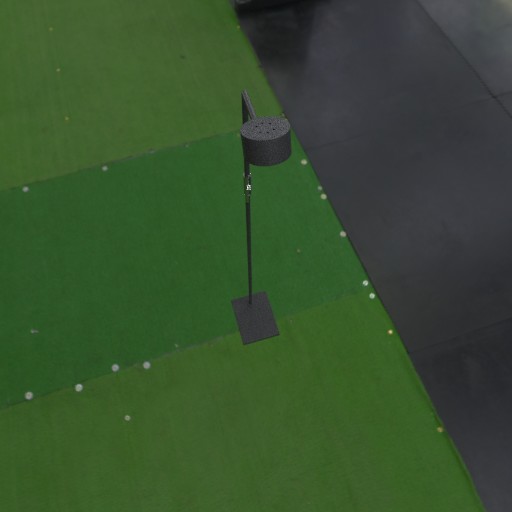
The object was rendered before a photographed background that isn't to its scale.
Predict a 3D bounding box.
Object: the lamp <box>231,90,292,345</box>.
[{"bbox_3d":[0.000,0.000,1.740,0.203,1.600,0.304,-14,64,-7],"label":"lamp"}]
